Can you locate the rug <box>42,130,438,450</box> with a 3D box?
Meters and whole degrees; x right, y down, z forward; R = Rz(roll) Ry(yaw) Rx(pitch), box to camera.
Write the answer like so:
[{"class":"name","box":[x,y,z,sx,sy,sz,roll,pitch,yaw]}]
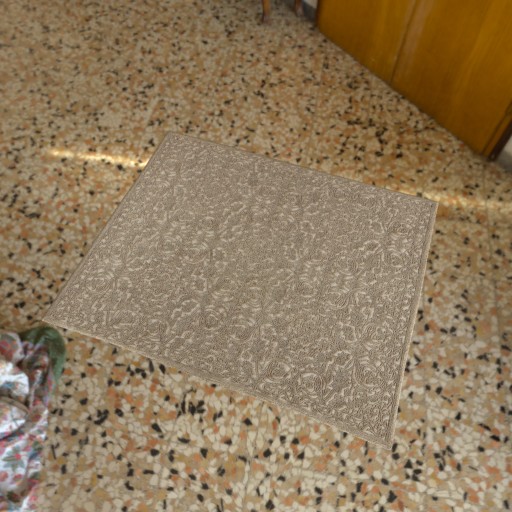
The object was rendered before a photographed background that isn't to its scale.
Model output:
[{"class":"rug","box":[0.000,0.000,4.127,3.017,0.035,2.472,17,60,10]}]
